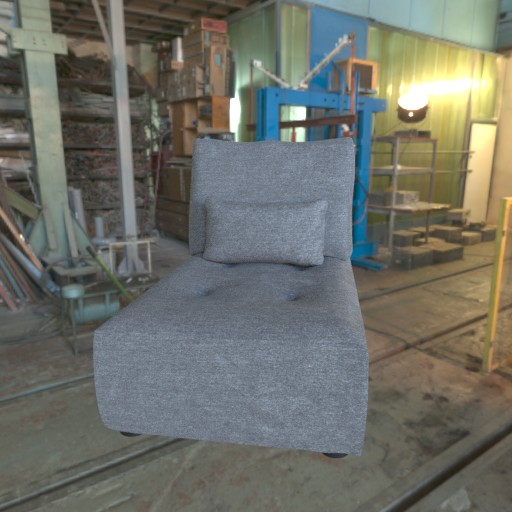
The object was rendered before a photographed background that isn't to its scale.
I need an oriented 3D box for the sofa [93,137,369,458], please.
[{"bbox_3d":[0.000,0.000,1.535,0.700,0.820,1.000,2,13,9],"label":"sofa"}]
